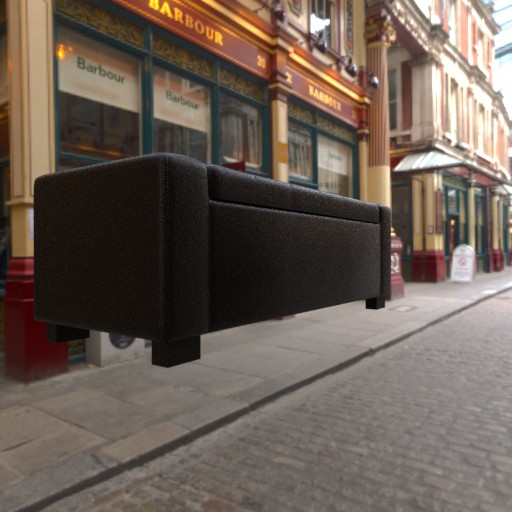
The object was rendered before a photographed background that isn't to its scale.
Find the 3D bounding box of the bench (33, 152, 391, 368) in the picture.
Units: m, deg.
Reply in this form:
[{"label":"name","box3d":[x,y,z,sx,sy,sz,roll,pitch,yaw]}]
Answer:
[{"label":"bench","box3d":[0.000,0.000,1.528,0.508,0.445,1.296,0,0,36]}]
